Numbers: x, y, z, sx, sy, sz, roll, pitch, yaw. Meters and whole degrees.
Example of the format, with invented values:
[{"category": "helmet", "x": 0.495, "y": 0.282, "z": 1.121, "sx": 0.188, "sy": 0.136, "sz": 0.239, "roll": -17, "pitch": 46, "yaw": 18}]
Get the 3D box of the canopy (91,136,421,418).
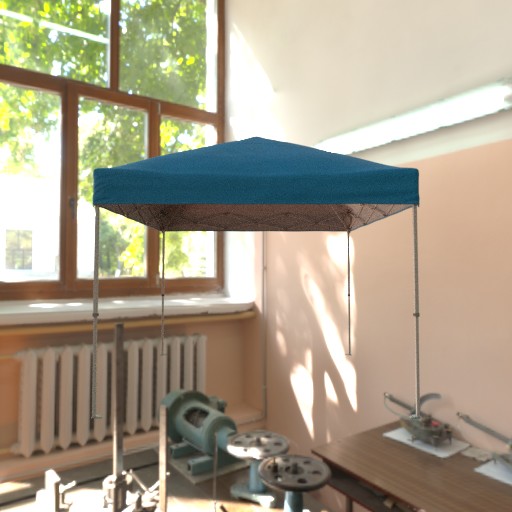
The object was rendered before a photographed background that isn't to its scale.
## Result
[{"category": "canopy", "x": 0.000, "y": 0.000, "z": 5.500, "sx": 2.996, "sy": 2.997, "sz": 2.998, "roll": 0, "pitch": -2, "yaw": 0}]
